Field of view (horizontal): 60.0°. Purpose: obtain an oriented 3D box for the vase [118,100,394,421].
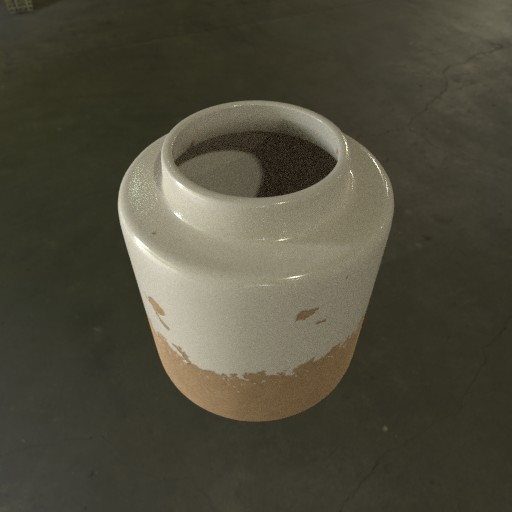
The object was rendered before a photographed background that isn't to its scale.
[{"bbox_3d":[0.000,0.000,0.289,0.153,0.167,0.153,0,46,0],"label":"vase"}]
